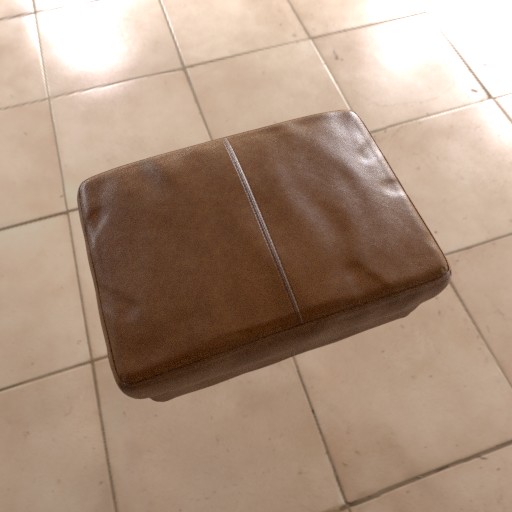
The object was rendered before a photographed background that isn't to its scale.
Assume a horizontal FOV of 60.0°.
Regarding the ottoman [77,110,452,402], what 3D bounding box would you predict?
[{"bbox_3d":[0.000,0.000,1.293,0.869,0.461,0.630,-17,64,-9],"label":"ottoman"}]
